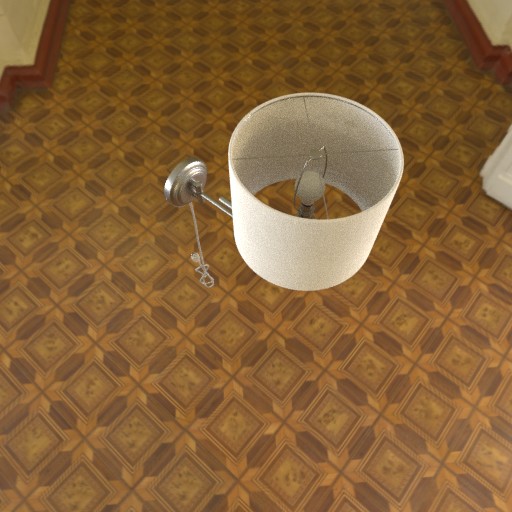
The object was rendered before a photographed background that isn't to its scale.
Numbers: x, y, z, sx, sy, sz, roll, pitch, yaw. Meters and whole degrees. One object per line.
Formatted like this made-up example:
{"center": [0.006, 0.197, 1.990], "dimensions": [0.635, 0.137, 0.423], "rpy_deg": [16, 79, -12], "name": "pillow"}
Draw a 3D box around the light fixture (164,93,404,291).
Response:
{"center": [0.000, 0.000, 1.040], "dimensions": [0.479, 0.842, 0.253], "rpy_deg": [36, 66, 19], "name": "light fixture"}
